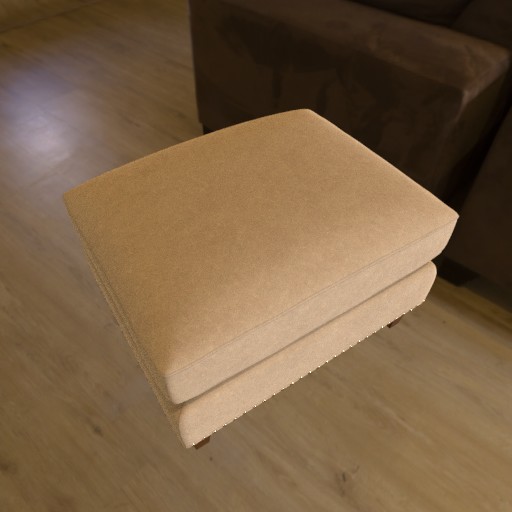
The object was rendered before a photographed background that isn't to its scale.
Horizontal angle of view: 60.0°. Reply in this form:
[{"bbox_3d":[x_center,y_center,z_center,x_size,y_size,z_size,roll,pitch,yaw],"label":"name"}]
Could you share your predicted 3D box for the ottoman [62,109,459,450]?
[{"bbox_3d":[0.000,0.000,1.144,0.741,0.513,0.584,-25,52,-22],"label":"ottoman"}]
